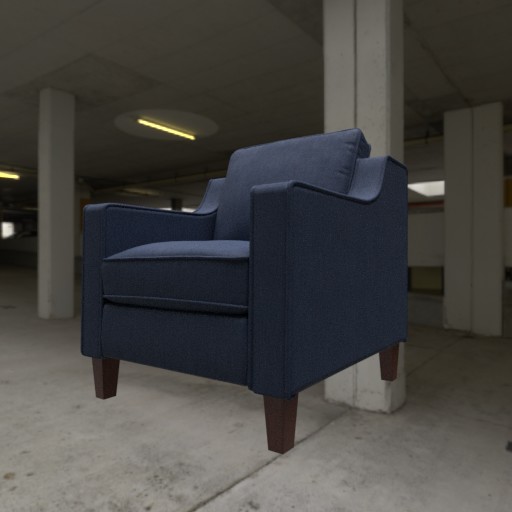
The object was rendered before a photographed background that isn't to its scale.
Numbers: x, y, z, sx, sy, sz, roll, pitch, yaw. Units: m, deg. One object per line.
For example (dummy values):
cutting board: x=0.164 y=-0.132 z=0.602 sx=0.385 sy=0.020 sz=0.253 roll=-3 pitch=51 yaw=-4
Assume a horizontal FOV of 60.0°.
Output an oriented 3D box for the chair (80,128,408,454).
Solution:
chair: x=0.000 y=0.000 z=1.615 sx=0.831 sy=0.960 sz=0.909 roll=0 pitch=0 yaw=36
